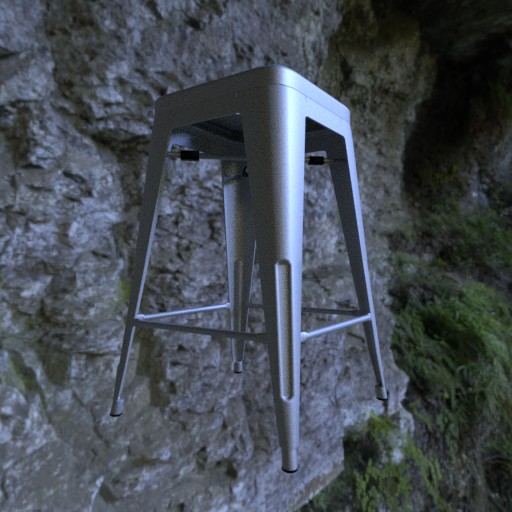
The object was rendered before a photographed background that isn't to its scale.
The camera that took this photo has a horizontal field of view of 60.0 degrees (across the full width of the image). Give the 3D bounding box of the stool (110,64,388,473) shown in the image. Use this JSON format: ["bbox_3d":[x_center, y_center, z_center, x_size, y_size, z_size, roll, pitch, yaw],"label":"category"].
[{"bbox_3d":[0.000,0.000,0.894,0.406,0.610,0.406,0,0,35],"label":"stool"}]
